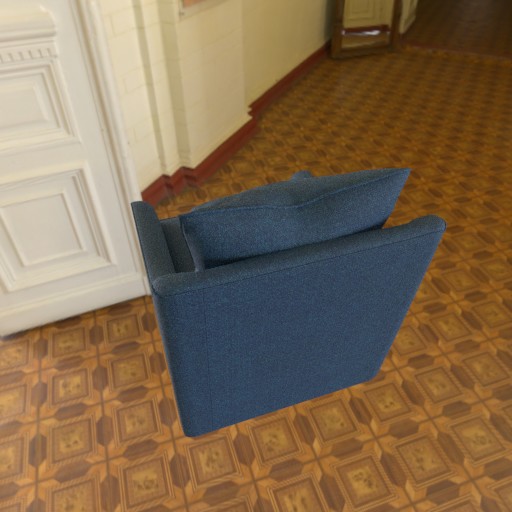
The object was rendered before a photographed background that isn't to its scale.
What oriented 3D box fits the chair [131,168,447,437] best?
[{"bbox_3d":[0.000,0.000,1.550,0.750,0.939,0.870,-13,43,-14],"label":"chair"}]
